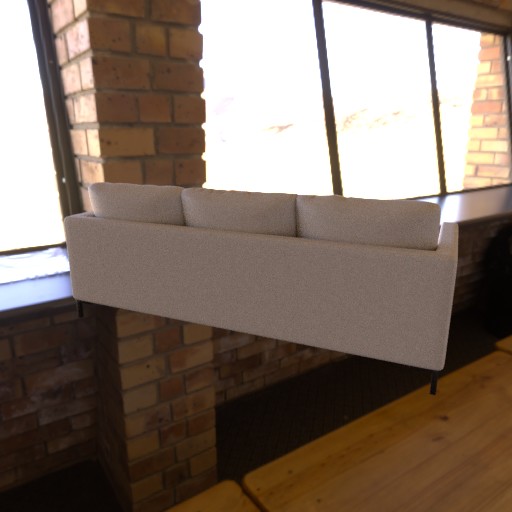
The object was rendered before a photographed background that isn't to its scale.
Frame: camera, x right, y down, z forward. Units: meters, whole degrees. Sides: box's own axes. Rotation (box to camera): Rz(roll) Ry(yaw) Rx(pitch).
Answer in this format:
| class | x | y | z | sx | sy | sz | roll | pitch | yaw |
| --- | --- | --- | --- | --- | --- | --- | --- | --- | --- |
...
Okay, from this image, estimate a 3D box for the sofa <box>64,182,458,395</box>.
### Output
| class | x | y | z | sx | sy | sz | roll | pitch | yaw |
| --- | --- | --- | --- | --- | --- | --- | --- | --- | --- |
| sofa | 0.000 | 0.000 | 2.709 | 2.218 | 0.874 | 0.859 | 7 | 17 | 23 |
